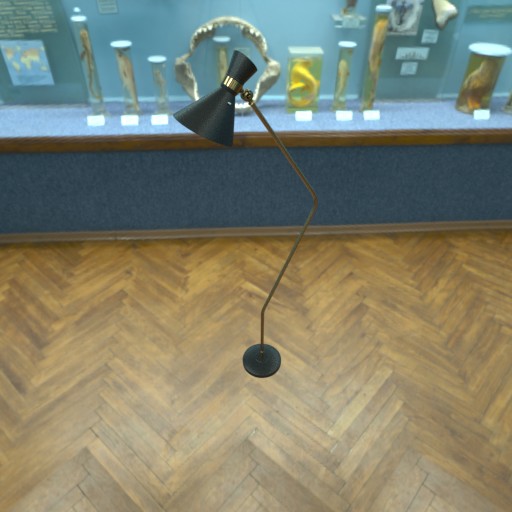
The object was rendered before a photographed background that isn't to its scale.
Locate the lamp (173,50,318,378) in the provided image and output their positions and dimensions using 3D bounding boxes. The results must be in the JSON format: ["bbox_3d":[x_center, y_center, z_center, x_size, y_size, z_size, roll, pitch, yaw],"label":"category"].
[{"bbox_3d":[0.000,0.000,1.649,0.467,1.438,0.277,-1,41,-1],"label":"lamp"}]
